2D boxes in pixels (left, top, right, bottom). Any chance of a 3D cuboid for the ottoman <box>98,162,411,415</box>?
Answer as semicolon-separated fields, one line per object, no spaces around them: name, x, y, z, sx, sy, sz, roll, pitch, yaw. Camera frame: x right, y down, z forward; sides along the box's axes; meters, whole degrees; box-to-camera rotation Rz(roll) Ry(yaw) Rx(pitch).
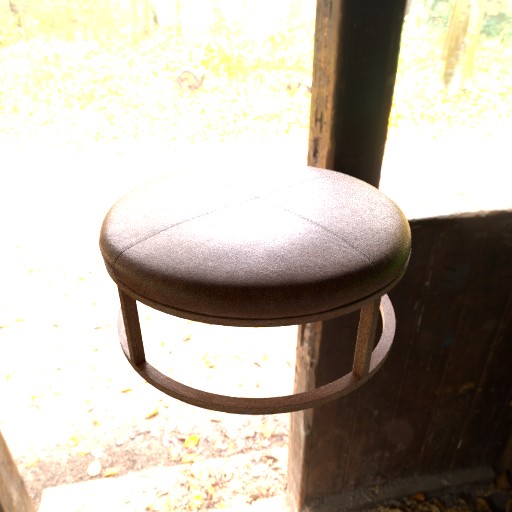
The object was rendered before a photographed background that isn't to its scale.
ottoman;0.000;0.000;1.546;1.006;0.445;1.006;0;30;0
